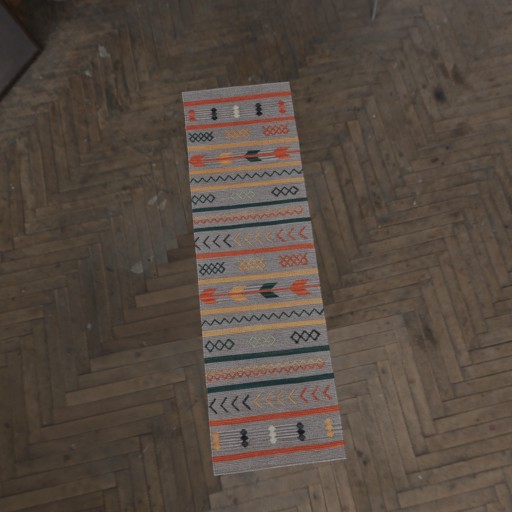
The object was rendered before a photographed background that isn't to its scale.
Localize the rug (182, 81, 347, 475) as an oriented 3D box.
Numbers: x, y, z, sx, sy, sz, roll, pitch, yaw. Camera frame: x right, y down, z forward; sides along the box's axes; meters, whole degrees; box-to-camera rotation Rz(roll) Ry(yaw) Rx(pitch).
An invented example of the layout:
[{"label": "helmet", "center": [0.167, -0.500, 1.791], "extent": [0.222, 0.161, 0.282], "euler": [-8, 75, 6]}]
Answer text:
[{"label": "rug", "center": [0.000, 0.000, 2.739], "extent": [0.744, 0.022, 2.419], "euler": [-6, 76, -2]}]
